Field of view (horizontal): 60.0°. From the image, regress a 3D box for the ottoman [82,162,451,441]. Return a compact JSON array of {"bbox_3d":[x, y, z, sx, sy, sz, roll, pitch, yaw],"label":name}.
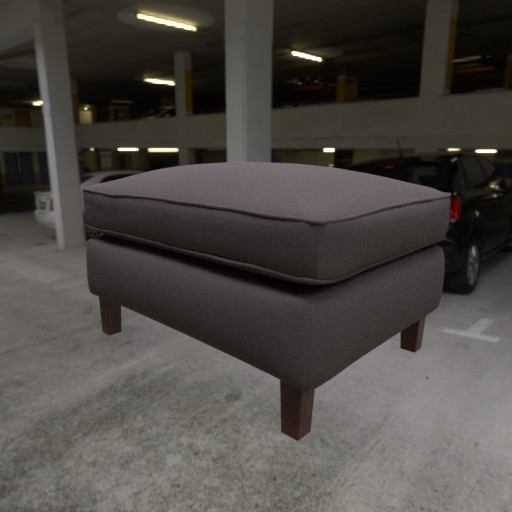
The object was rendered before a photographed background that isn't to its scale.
[{"bbox_3d":[0.000,0.000,0.984,0.686,0.406,0.508,13,19,42],"label":"ottoman"}]
